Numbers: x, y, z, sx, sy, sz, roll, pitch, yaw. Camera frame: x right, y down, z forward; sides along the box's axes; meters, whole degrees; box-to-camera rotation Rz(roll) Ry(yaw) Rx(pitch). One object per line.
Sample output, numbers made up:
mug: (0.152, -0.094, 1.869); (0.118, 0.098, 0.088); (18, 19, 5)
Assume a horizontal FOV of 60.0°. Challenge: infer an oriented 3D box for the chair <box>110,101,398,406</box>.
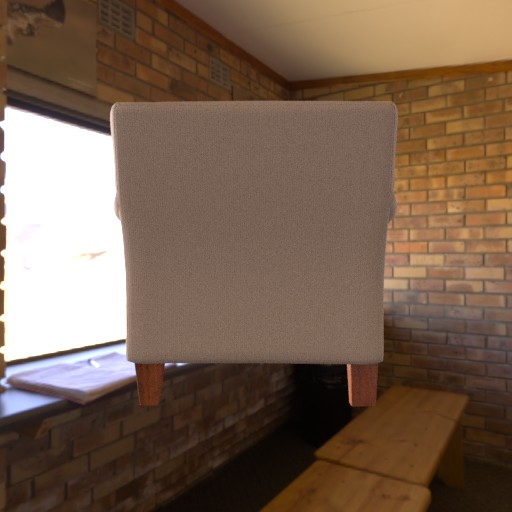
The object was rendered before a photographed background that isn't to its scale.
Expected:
chair: (0.000, 0.000, 1.863); (0.955, 1.038, 1.070); (0, 0, 1)
